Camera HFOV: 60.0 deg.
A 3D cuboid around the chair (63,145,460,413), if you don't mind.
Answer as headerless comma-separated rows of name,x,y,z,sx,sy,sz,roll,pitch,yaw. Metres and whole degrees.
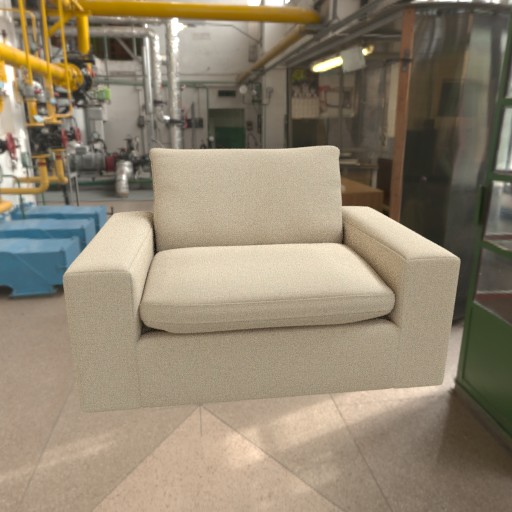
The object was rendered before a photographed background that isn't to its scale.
chair,0.000,0.000,1.983,1.398,0.915,1.039,-2,17,-7
